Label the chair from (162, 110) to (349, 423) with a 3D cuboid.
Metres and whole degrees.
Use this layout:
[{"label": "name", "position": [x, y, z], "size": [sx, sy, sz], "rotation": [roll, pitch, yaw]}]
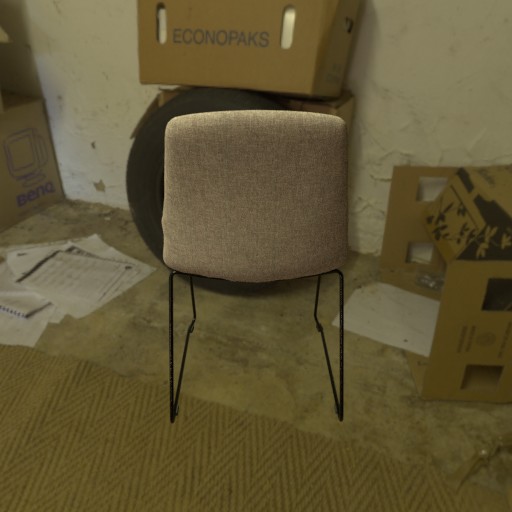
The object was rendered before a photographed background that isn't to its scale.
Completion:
[{"label": "chair", "position": [0.000, 0.000, 1.164], "size": [0.479, 0.858, 0.518], "rotation": [0, 31, -1]}]
